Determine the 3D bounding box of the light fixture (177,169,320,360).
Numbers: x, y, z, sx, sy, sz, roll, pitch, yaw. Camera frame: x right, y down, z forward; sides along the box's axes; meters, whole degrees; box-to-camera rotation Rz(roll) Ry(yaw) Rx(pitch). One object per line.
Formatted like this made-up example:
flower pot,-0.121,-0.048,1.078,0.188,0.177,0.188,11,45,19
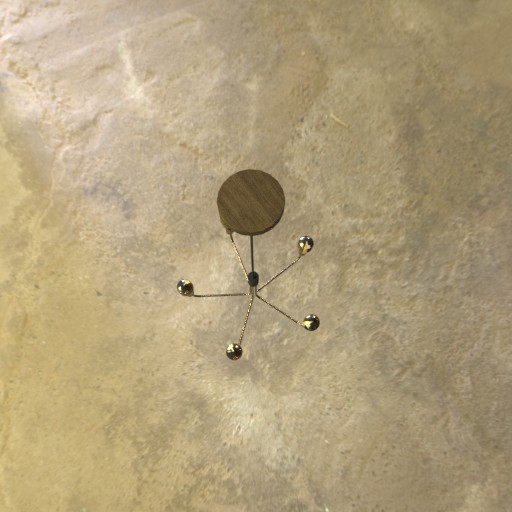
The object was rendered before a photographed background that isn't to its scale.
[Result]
light fixture,0.000,0.000,1.390,0.532,1.059,0.588,-37,78,-9
